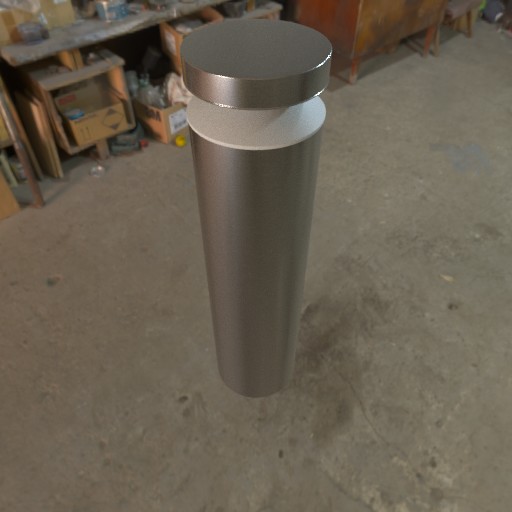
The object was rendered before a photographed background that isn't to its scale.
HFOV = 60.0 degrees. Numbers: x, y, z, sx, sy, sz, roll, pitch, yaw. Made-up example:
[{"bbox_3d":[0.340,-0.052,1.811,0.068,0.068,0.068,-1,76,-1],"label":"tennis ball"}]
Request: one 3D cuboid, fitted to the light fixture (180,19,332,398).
[{"bbox_3d":[0.000,0.000,0.436,0.102,0.400,0.102,9,47,9],"label":"light fixture"}]
